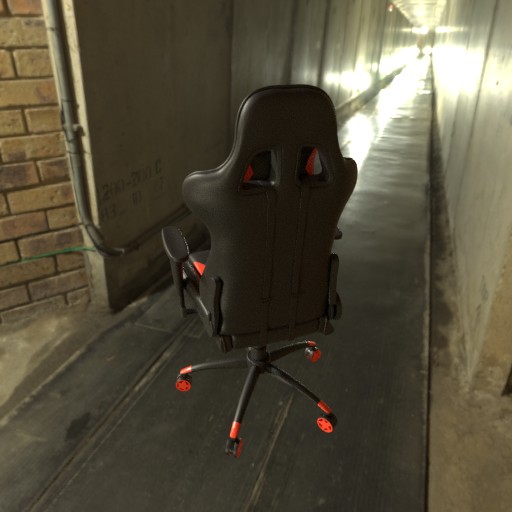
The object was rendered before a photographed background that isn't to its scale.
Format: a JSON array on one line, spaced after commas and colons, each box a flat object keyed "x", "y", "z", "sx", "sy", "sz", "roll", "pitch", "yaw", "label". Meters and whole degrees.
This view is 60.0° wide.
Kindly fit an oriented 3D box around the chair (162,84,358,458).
[{"x": 0.000, "y": 0.000, "z": 1.694, "sx": 0.695, "sy": 1.282, "sz": 0.730, "roll": -8, "pitch": 28, "yaw": -16, "label": "chair"}]
